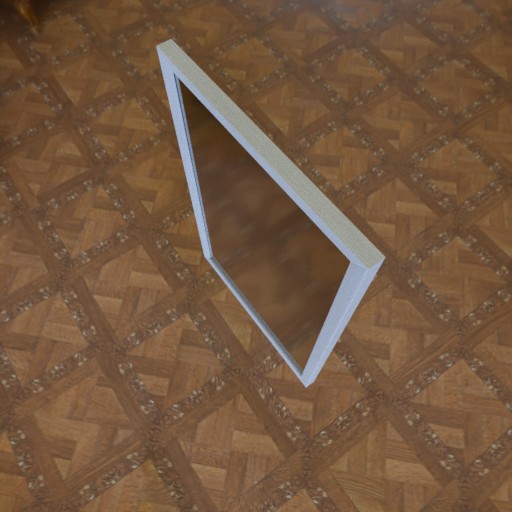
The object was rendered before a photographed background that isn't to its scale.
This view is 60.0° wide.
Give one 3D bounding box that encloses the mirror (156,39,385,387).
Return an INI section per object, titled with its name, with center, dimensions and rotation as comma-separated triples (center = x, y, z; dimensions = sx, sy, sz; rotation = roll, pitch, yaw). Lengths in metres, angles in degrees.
[mirror]
center = 0.000, 0.000, 1.177
dimensions = 0.040, 0.915, 0.609
rotation = -33, 68, -16
